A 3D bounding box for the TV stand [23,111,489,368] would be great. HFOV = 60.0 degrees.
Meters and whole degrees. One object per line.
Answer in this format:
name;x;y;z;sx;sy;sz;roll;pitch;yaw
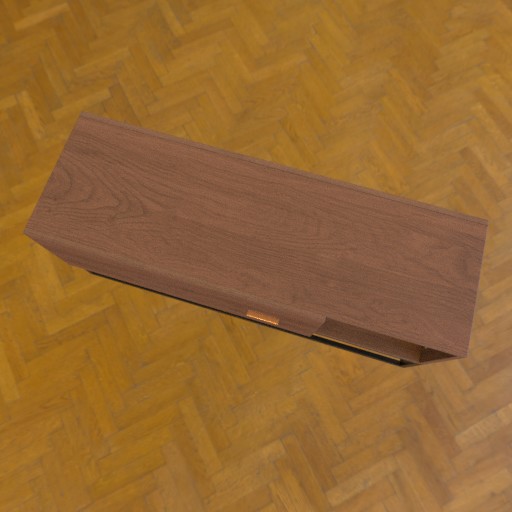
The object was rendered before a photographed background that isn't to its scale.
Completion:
TV stand;0.000;0.000;1.437;1.200;0.500;0.415;16;74;5
